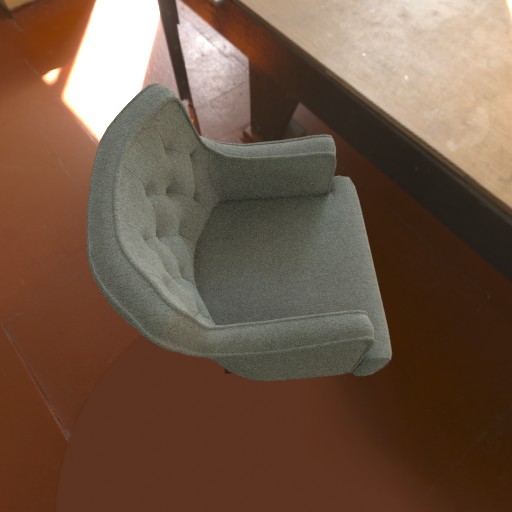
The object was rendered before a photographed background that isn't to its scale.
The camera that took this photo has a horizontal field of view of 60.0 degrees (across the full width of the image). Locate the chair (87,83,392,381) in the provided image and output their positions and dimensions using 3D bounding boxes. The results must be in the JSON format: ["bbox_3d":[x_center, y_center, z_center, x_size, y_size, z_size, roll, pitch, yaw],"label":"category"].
[{"bbox_3d":[0.000,0.000,1.569,0.910,0.920,0.820,-4,63,-2],"label":"chair"}]
